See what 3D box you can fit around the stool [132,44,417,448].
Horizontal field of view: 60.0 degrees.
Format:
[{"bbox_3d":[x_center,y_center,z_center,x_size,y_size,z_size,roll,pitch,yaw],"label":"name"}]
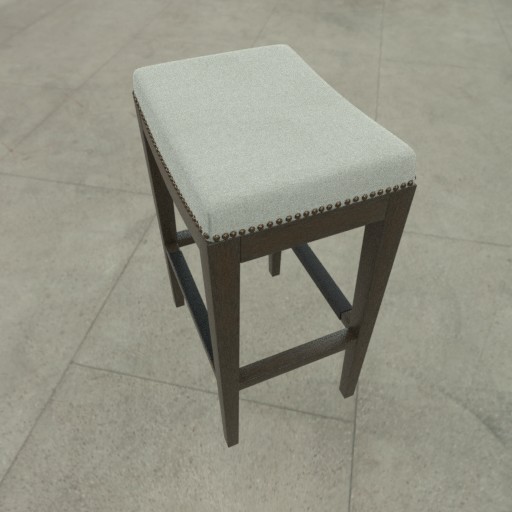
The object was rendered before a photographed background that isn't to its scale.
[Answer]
[{"bbox_3d":[0.000,0.000,1.030,0.358,0.759,0.498,-17,49,-16],"label":"stool"}]
